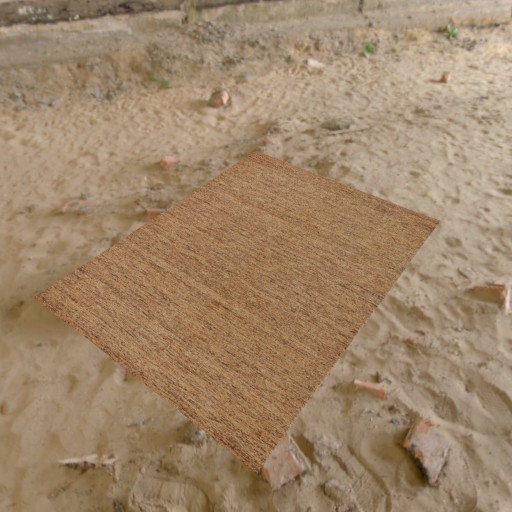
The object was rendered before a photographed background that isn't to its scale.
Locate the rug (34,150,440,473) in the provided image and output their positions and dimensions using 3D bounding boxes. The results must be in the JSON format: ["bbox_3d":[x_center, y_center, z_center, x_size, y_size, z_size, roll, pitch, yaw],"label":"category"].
[{"bbox_3d":[0.000,0.000,4.261,2.438,0.012,3.200,27,49,26],"label":"rug"}]
